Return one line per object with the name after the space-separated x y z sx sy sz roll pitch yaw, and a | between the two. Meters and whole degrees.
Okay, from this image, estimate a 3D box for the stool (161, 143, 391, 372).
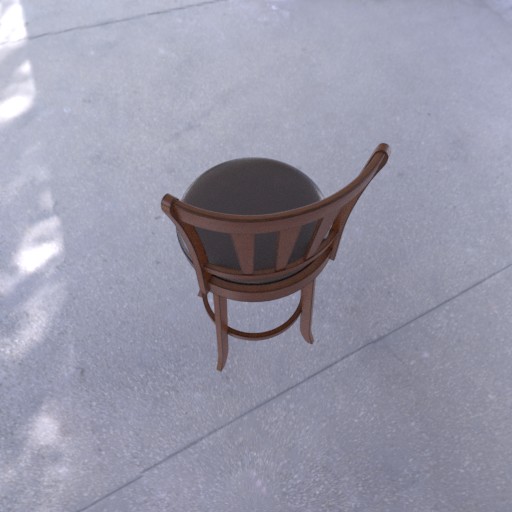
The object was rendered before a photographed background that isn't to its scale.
0.000 0.000 1.423 0.464 1.177 0.503 -15 61 -8 | stool
